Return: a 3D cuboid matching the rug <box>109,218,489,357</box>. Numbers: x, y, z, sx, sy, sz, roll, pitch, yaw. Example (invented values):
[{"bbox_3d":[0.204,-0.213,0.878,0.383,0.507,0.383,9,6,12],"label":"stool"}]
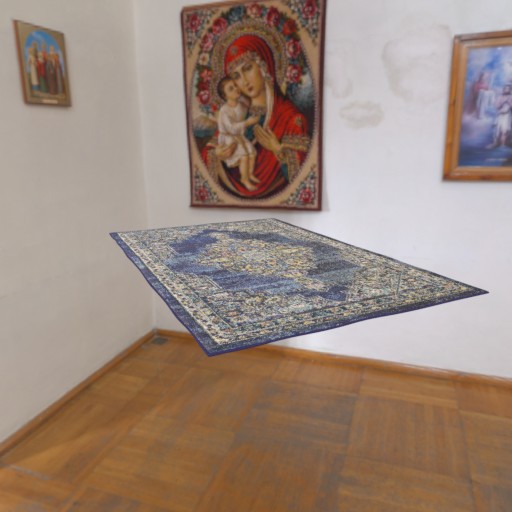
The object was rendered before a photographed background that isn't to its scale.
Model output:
[{"bbox_3d":[0.000,0.000,2.264,1.184,0.012,1.781,-7,17,-25],"label":"rug"}]
